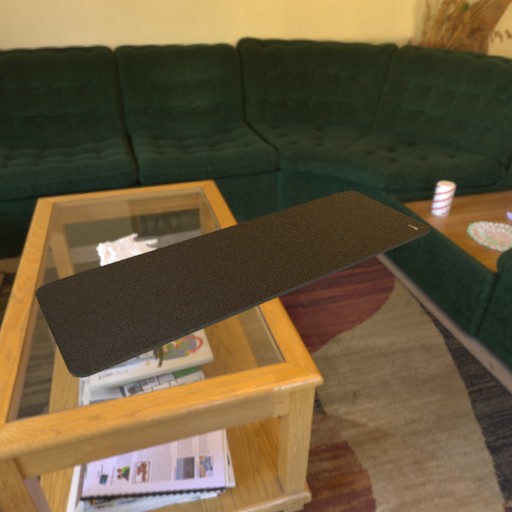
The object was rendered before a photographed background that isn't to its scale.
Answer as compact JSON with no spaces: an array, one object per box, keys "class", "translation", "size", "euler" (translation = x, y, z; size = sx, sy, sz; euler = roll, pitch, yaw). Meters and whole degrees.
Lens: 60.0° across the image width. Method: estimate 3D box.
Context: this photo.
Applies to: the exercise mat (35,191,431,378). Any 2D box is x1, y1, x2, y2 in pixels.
[{"class":"exercise mat","translation":[0.000,0.000,2.106],"size":[1.869,0.021,0.616],"euler":[-20,37,-28]}]
